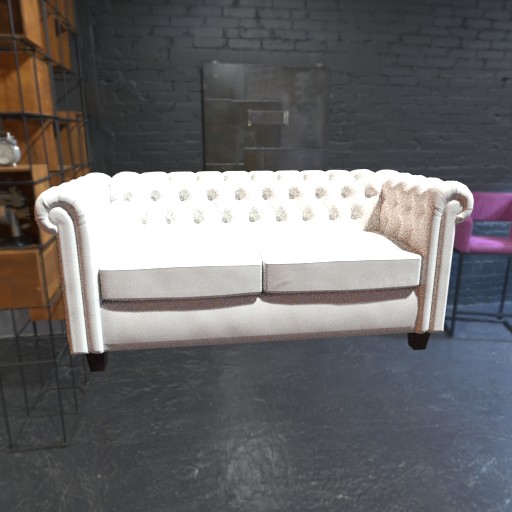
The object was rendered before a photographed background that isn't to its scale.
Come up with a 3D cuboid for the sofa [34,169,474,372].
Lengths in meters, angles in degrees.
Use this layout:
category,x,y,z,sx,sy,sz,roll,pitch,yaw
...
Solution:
category,x,y,z,sx,sy,sz,roll,pitch,yaw
sofa,0.000,0.000,2.210,1.798,0.796,0.771,-2,15,-8
